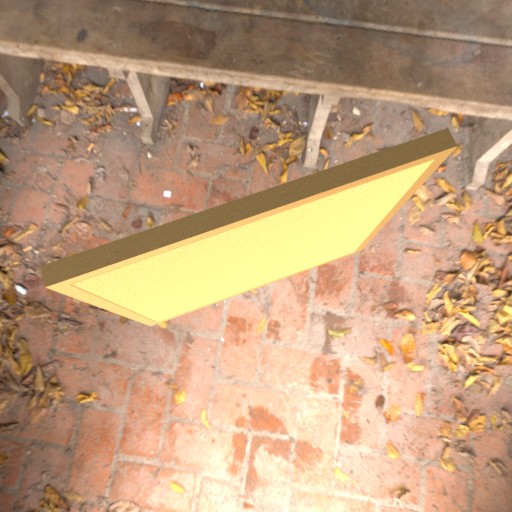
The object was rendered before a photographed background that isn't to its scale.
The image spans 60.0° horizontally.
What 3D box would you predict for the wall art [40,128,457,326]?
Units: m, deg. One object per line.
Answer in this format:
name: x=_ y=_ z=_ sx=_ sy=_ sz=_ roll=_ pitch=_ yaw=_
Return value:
wall art: x=0.000 y=0.000 z=2.897 sx=1.926 sy=1.926 sz=0.099 roll=-19 pitch=77 yaw=-5
